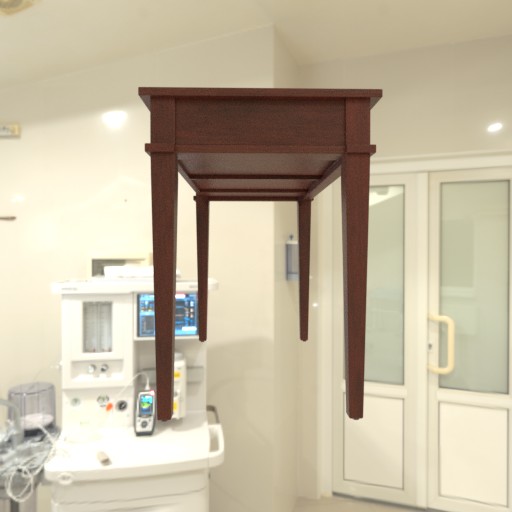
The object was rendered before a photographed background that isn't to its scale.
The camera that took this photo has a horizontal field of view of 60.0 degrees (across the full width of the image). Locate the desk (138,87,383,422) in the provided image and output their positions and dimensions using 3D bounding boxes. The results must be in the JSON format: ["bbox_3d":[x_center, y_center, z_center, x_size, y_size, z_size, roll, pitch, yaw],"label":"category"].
[{"bbox_3d":[0.000,0.000,1.496,0.549,0.762,1.001,0,0,-1],"label":"desk"}]
